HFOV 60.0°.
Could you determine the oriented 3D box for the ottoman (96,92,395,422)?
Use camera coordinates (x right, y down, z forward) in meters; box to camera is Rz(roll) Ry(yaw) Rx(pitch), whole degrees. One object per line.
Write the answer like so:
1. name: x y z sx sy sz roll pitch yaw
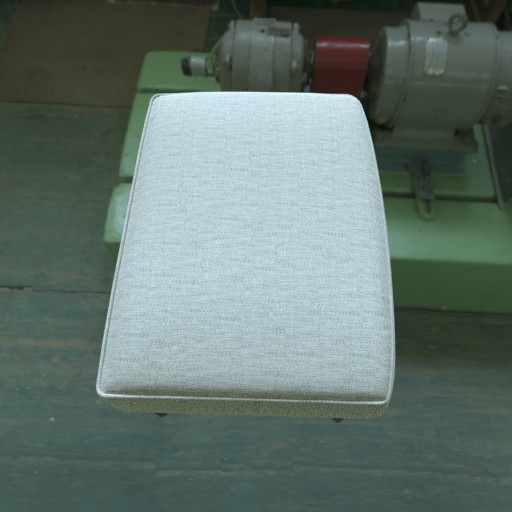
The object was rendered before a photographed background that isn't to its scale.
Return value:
1. ottoman: 0.000 0.000 1.135 0.594 0.465 0.794 1 63 1
